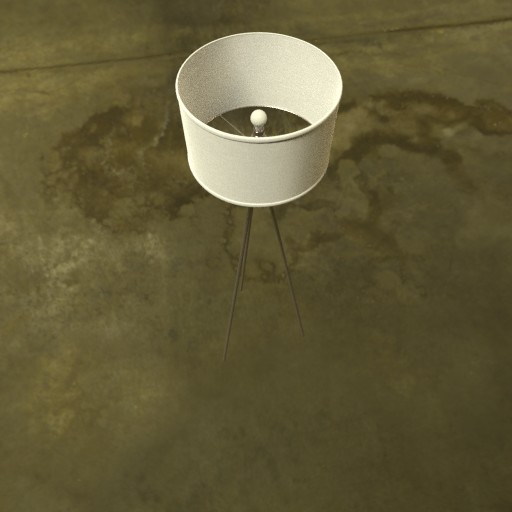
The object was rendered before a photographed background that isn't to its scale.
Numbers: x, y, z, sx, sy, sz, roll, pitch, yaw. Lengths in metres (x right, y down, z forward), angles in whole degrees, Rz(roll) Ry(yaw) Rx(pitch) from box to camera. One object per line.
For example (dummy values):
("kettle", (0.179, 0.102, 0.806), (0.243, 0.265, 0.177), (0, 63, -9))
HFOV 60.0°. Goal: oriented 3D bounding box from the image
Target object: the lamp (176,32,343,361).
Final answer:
("lamp", (0.000, 0.000, 1.727), (0.448, 1.545, 0.458), (31, 63, 18))
